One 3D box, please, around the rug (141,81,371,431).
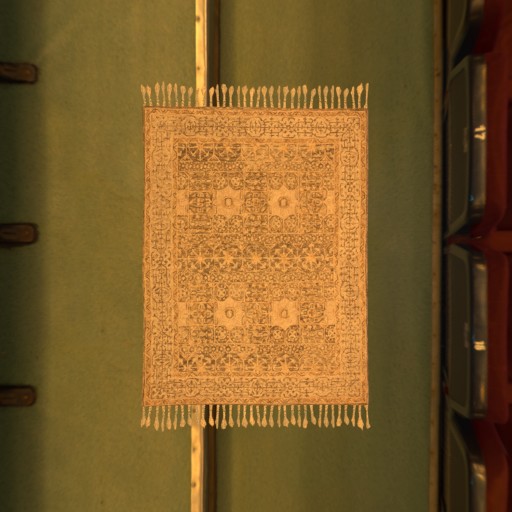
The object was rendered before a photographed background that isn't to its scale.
[{"bbox_3d":[0.000,0.000,3.118,1.619,0.023,2.465,0,90,-2],"label":"rug"}]
